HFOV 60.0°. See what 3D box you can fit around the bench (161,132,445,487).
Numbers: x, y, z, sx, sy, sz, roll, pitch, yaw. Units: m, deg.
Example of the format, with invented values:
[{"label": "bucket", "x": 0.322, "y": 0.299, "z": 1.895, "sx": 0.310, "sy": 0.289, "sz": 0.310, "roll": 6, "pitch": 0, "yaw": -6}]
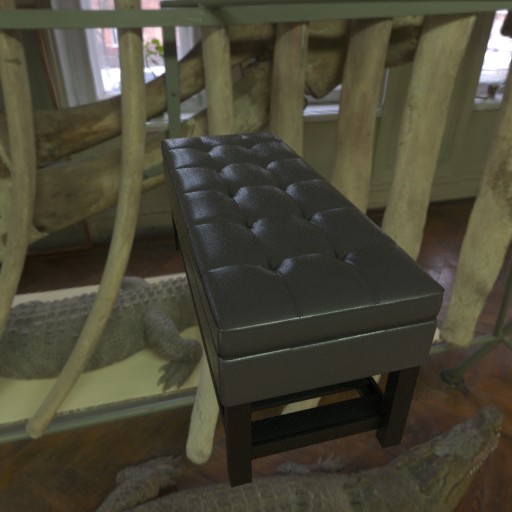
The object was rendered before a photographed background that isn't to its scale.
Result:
[{"label": "bench", "x": 0.000, "y": 0.000, "z": 1.312, "sx": 0.432, "sy": 0.460, "sz": 1.105, "roll": -8, "pitch": 32, "yaw": -13}]
